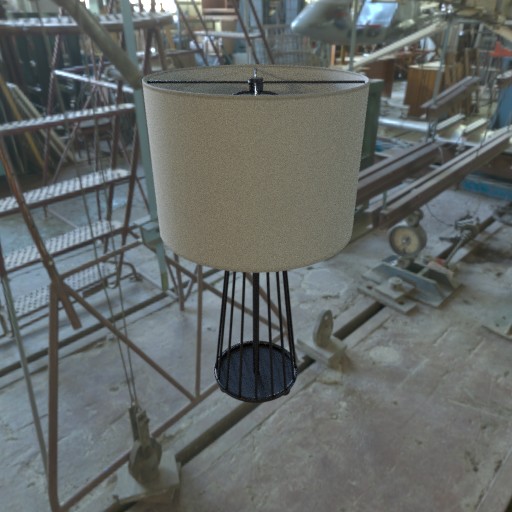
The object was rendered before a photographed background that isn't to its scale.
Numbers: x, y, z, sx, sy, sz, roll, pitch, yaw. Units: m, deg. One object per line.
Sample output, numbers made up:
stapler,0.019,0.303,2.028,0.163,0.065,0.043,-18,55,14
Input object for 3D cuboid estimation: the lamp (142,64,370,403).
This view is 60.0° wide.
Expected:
lamp,0.000,0.000,0.784,0.322,0.593,0.322,0,29,0
